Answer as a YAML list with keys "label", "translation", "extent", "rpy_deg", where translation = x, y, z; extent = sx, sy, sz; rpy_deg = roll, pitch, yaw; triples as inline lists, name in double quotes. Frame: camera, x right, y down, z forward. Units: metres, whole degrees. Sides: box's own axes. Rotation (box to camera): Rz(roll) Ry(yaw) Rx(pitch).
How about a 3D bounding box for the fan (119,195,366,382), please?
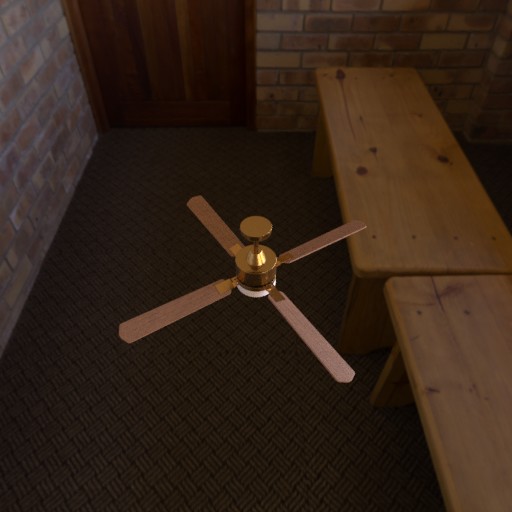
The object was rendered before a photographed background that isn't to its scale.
- label: "fan"
  translation: [0.000, 0.000, 1.984]
  extent: [1.320, 0.355, 1.320]
  rpy_deg: [-24, 50, -22]
